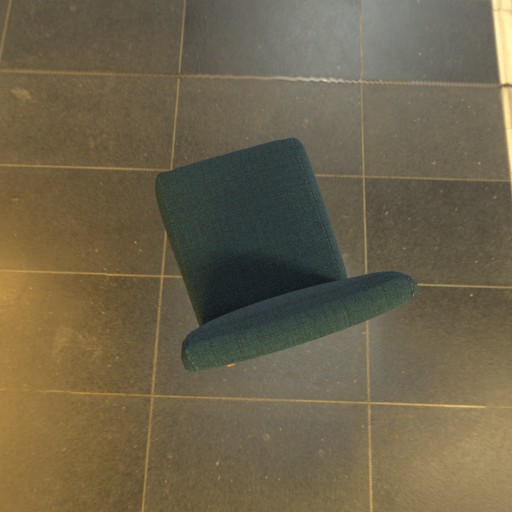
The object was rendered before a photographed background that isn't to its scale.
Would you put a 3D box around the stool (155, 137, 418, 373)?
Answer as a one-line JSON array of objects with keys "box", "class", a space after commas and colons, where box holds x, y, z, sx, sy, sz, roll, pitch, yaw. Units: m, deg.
[{"box": [0.000, 0.000, 1.311, 0.454, 1.039, 0.567, -17, 77, -4], "class": "stool"}]
